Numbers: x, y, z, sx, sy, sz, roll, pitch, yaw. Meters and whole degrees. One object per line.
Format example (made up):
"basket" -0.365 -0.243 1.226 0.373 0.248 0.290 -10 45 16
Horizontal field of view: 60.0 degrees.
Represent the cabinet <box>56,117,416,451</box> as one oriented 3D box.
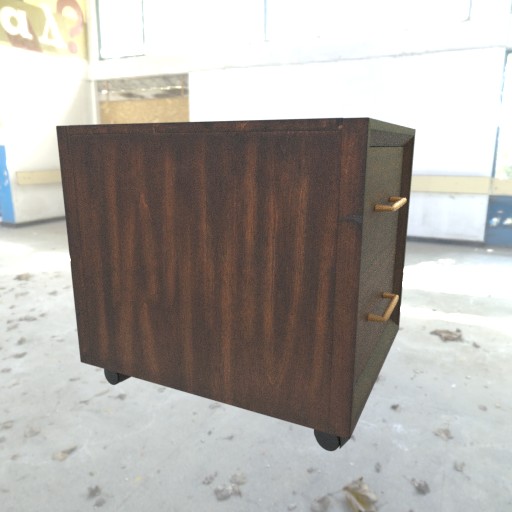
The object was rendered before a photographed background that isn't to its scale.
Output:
"cabinet" 0.000 0.000 0.815 0.500 0.455 0.402 7 16 25
